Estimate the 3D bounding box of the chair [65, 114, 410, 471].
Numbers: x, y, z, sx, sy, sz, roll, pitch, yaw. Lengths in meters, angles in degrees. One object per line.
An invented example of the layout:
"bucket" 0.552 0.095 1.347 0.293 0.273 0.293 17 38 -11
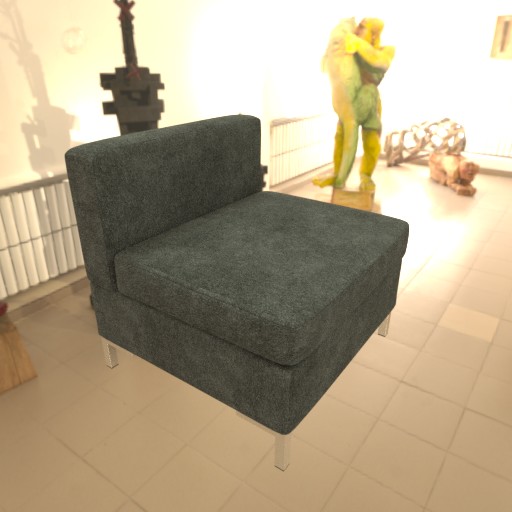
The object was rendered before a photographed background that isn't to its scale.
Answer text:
"chair" 0.000 0.000 1.248 0.680 0.660 0.680 17 31 32
